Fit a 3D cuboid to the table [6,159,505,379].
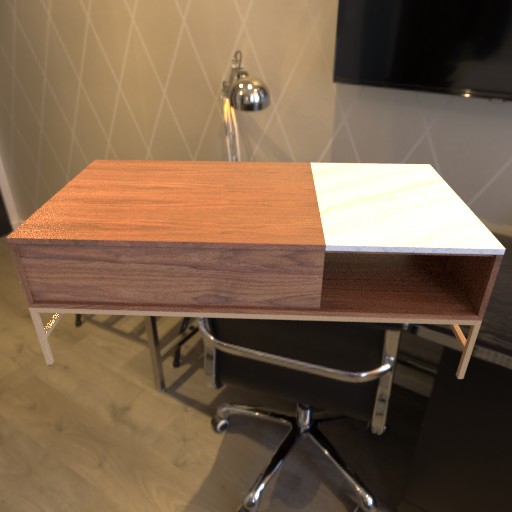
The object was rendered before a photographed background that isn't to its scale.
[{"bbox_3d":[0.000,0.000,1.856,1.553,0.551,0.789,1,30,2],"label":"table"}]
